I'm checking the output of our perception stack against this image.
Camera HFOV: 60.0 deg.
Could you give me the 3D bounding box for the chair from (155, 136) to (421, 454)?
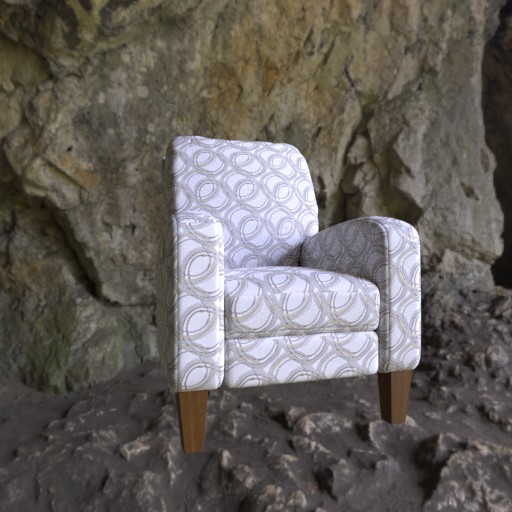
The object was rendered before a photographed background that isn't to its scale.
[{"bbox_3d":[0.000,0.000,1.742,0.796,1.065,0.995,0,1,-18],"label":"chair"}]
